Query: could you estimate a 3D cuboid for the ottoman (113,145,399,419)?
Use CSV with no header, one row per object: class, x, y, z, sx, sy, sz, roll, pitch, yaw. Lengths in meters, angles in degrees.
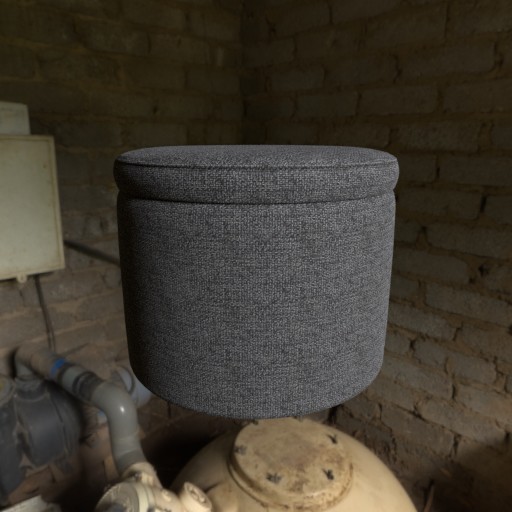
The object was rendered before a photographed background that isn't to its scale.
ottoman,0.000,0.000,0.886,0.520,0.430,0.520,0,15,0
